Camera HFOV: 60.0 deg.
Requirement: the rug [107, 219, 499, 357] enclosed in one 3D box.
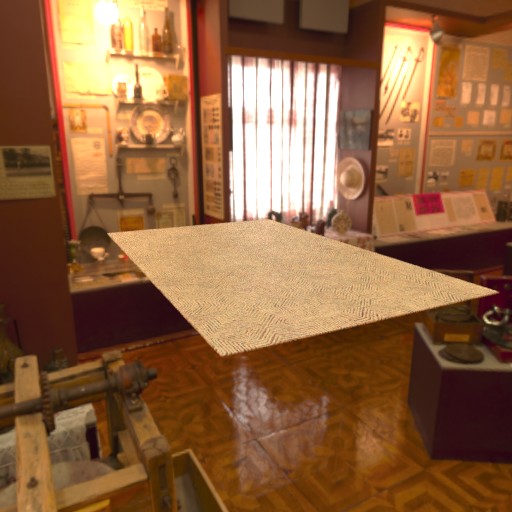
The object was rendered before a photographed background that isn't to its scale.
[{"bbox_3d":[0.000,0.000,2.944,1.519,0.007,2.428,-7,16,-26],"label":"rug"}]
